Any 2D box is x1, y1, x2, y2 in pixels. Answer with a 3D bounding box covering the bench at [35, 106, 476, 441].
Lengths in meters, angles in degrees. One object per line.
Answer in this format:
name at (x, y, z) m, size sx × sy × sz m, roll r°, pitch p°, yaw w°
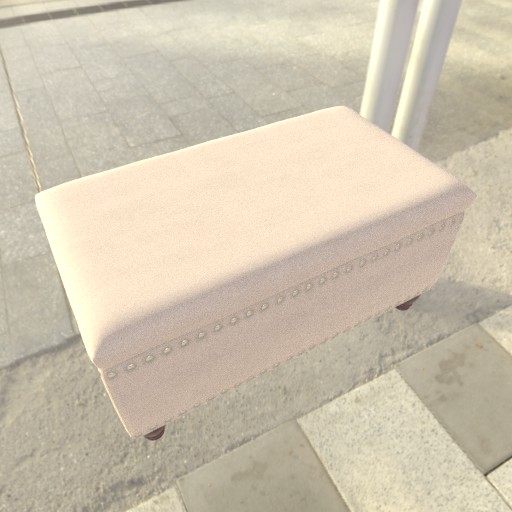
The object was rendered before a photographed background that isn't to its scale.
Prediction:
bench at (0.000, 0.000, 1.147) m, size 0.887 × 0.449 × 0.500 m, roll -22°, pitch 49°, yaw -21°
